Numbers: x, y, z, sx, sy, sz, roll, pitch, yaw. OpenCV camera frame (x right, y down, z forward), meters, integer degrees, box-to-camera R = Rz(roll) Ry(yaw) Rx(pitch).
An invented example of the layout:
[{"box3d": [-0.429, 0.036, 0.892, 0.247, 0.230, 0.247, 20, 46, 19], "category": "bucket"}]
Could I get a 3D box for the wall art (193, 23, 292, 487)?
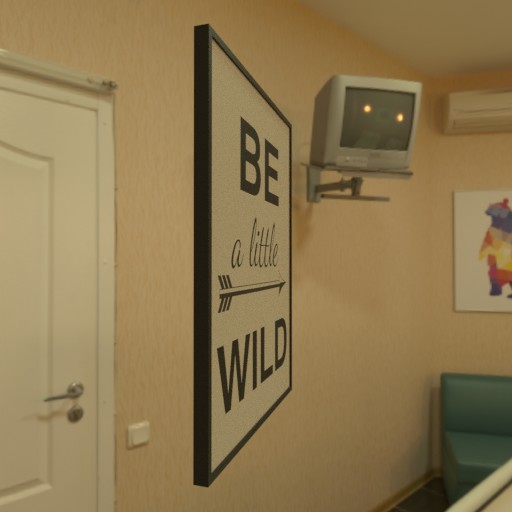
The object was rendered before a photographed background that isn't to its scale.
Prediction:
[{"box3d": [0.000, 0.000, 1.402, 0.038, 1.062, 0.806, 0, -1, 18], "category": "wall art"}]
